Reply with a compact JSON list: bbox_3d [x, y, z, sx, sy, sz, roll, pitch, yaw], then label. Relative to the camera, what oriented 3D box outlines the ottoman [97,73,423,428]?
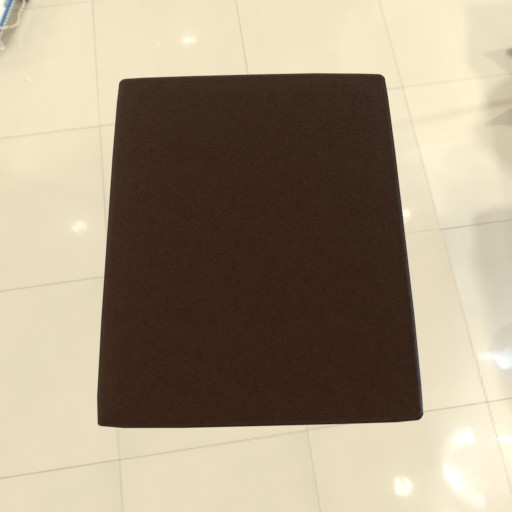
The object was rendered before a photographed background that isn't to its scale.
[{"bbox_3d":[0.000,0.000,1.722,0.967,0.730,1.187,-1,75,0],"label":"ottoman"}]
